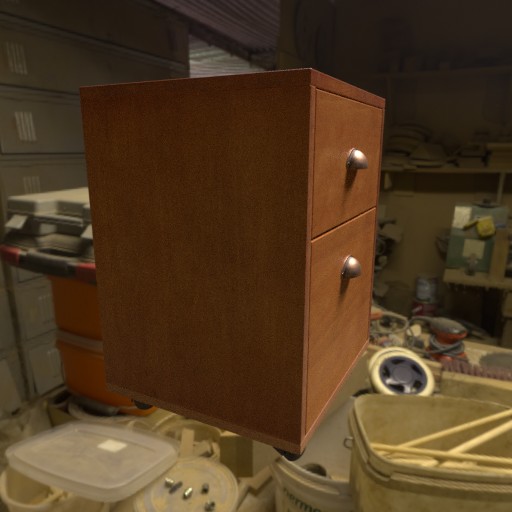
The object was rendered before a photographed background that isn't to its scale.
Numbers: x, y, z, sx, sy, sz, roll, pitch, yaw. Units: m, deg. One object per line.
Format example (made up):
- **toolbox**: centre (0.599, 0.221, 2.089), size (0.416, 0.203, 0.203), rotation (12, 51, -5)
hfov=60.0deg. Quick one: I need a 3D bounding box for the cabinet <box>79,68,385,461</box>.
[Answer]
- **cabinet**: centre (0.000, 0.000, 0.837), size (0.401, 0.579, 0.409), rotation (7, 16, 27)
